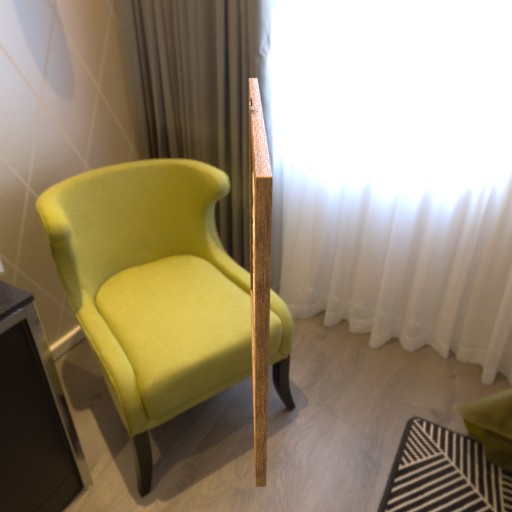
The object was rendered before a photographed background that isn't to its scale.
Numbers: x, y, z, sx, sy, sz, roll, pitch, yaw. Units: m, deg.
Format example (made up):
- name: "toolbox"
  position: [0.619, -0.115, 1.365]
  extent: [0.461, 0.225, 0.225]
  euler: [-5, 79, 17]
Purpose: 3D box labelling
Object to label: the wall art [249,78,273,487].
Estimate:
- name: "wall art"
  position: [0.000, 0.000, 0.843]
  extent: [0.021, 0.582, 0.561]
  euler: [-1, 32, -1]
